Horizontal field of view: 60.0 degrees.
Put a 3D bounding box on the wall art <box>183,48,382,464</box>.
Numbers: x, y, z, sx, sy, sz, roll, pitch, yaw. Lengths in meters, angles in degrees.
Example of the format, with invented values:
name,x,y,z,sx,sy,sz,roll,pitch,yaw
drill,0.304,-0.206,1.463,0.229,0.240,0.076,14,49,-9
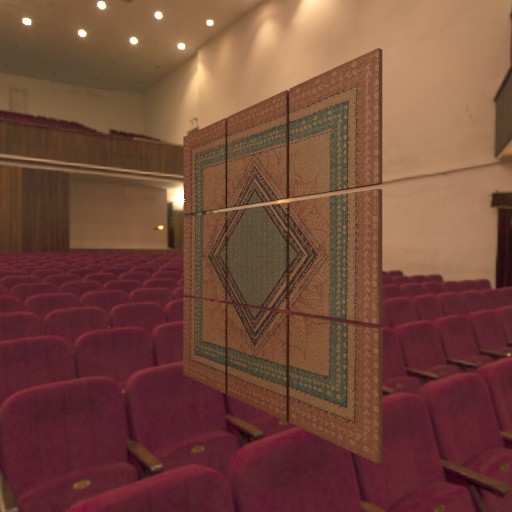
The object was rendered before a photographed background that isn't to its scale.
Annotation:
name,x,y,z,sx,sy,sz,roll,pitch,yaw
wall art,0.000,0.000,1.342,0.013,0.914,0.915,0,0,-37
